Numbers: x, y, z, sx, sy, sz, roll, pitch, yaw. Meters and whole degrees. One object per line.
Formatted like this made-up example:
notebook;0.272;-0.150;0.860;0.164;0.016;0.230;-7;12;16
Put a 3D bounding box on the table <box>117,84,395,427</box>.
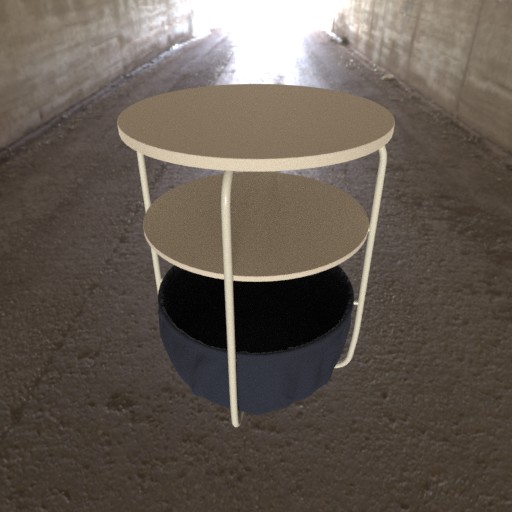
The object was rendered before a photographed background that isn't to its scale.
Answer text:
table;0.000;0.000;0.833;0.418;0.532;0.418;-20;38;-28
